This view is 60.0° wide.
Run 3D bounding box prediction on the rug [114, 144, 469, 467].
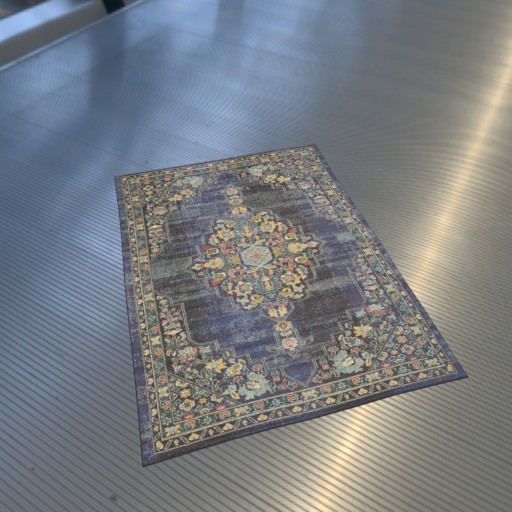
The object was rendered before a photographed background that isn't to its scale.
[{"bbox_3d":[0.000,0.000,4.647,2.716,0.035,3.612,-11,48,-10],"label":"rug"}]
